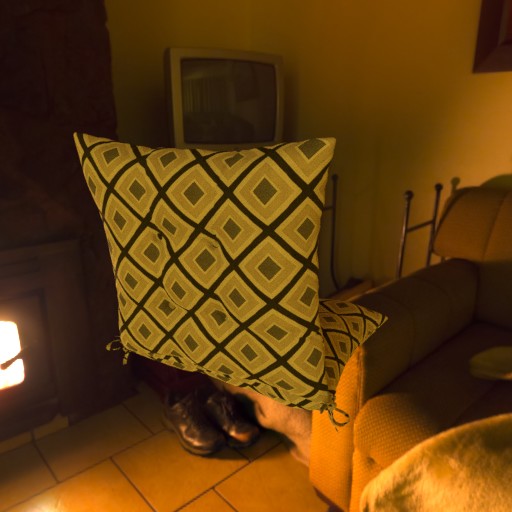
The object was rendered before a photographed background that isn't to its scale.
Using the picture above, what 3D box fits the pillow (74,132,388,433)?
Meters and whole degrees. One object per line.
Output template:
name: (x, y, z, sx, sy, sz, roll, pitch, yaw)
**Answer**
pillow: (0.000, 0.000, 0.994, 0.541, 0.536, 0.585, 8, 18, 26)
